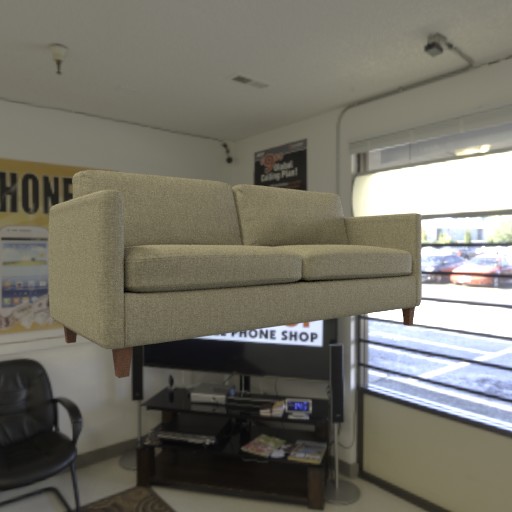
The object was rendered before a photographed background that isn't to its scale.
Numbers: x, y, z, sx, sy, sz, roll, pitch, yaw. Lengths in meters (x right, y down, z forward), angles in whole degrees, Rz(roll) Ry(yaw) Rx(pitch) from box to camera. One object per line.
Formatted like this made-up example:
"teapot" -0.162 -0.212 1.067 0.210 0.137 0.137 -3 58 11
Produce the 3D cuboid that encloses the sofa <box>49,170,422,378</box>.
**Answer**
"sofa" 0.000 0.000 2.749 2.208 0.960 0.956 -1 2 -37
